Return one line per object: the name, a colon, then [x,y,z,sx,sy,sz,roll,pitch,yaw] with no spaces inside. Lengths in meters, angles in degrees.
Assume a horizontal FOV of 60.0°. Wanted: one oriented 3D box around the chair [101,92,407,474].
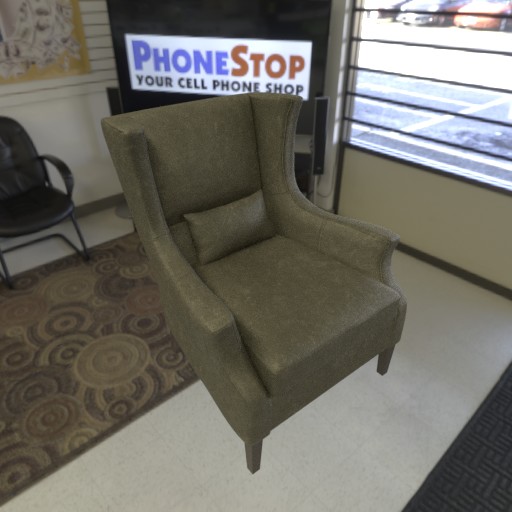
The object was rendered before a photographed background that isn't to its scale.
chair: [0.000,0.000,1.680,0.853,1.016,0.926,-23,39,-32]
